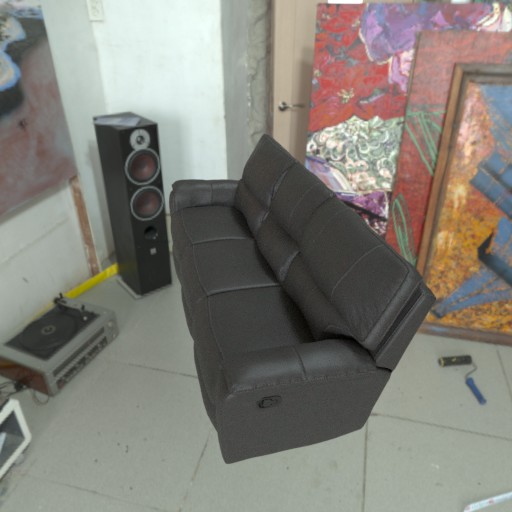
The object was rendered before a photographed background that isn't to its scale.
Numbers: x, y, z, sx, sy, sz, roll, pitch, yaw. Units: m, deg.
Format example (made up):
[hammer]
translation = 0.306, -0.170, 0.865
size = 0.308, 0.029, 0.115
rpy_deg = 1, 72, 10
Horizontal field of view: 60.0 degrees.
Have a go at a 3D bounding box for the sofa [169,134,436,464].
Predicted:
[sofa]
translation = 0.000, 0.000, 3.206
size = 1.104, 1.134, 2.627
rpy_deg = -8, 31, -13
